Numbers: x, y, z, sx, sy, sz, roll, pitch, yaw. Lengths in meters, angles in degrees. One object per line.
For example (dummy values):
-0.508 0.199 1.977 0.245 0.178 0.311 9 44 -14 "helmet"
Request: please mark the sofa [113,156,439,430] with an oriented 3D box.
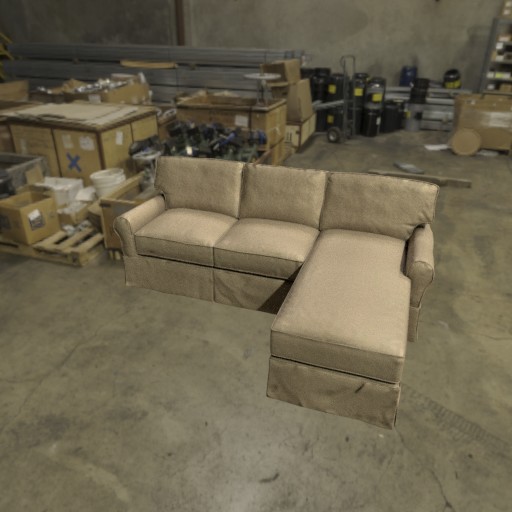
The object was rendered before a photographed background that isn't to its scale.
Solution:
0.000 0.000 3.283 2.475 0.978 1.733 9 29 17 "sofa"
